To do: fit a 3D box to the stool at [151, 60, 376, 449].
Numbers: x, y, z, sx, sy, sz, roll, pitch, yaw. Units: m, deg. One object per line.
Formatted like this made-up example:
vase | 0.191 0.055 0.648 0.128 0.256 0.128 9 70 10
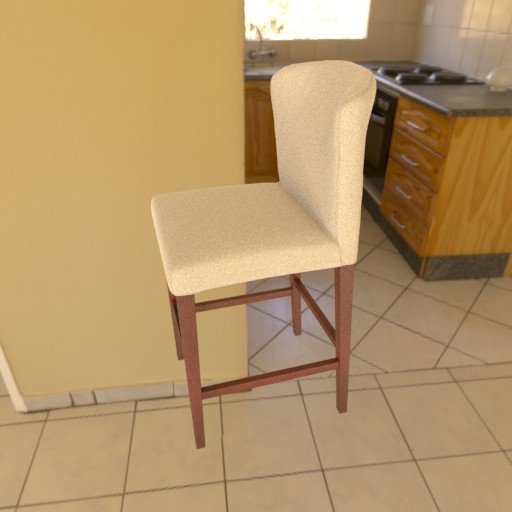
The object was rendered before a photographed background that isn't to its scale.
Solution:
stool | 0.000 0.000 1.351 0.568 1.069 0.479 -9 32 -14
